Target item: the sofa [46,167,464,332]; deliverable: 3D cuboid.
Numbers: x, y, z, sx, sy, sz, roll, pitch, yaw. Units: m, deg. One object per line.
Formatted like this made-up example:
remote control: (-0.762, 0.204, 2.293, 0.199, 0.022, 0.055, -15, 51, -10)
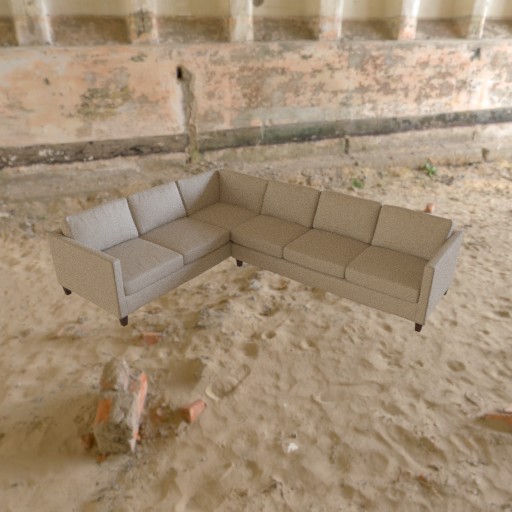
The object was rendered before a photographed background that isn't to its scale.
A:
sofa: (0.000, 0.000, 4.318, 3.182, 0.863, 2.432, 19, 32, 32)
